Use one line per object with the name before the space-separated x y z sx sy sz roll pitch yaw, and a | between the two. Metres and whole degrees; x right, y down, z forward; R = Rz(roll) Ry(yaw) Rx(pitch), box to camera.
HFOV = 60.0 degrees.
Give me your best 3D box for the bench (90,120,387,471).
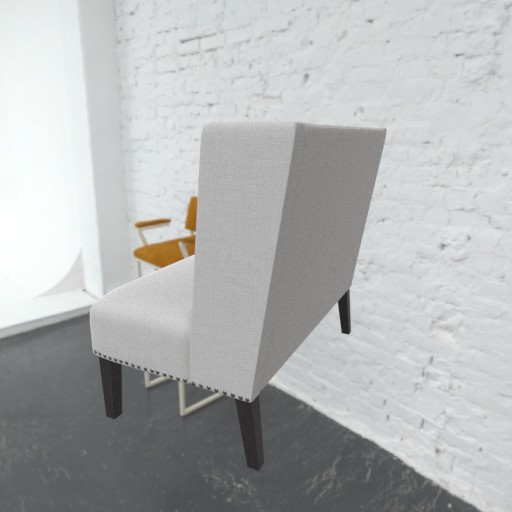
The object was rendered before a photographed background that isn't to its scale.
bench | 0.000 0.000 1.994 0.847 1.123 1.280 7 17 25
